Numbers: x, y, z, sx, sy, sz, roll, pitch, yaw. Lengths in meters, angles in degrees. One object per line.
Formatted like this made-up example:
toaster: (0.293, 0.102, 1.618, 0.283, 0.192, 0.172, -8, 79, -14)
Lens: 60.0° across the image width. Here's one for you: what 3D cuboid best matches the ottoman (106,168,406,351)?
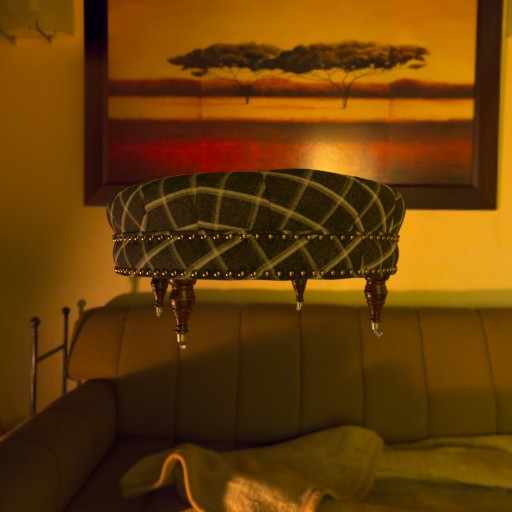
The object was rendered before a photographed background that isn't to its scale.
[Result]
ottoman: (0.000, 0.000, 1.393, 0.901, 0.439, 0.901, 0, 1, 0)
